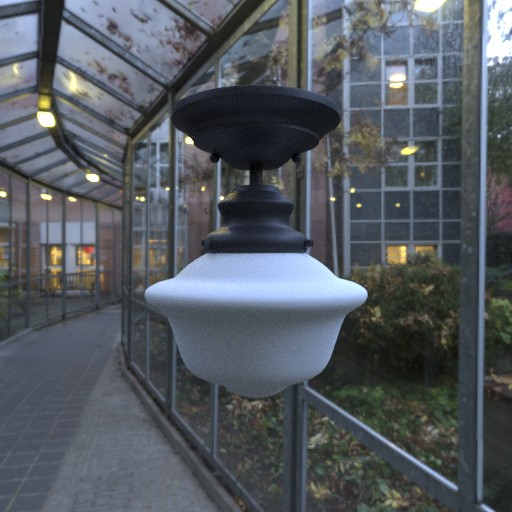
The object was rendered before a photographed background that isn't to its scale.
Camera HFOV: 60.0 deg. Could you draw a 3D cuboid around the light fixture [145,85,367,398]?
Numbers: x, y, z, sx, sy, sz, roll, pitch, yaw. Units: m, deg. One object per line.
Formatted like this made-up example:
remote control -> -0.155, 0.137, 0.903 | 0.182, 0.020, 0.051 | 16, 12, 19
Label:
light fixture -> 0.000, 0.000, 0.404 | 0.197, 0.254, 0.197 | 0, 0, 0
